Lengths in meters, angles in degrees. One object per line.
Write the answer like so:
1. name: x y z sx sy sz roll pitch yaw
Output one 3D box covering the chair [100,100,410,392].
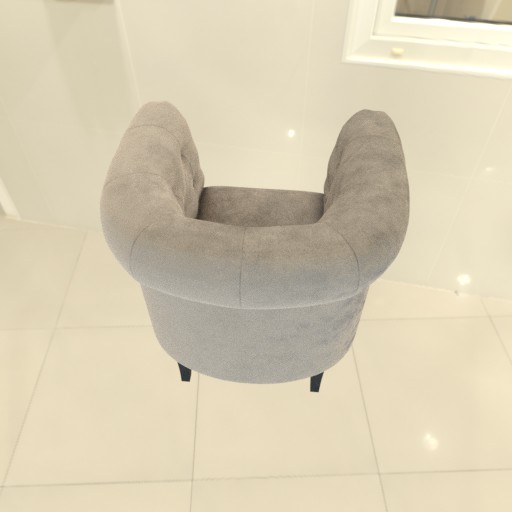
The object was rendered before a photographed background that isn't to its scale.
1. chair: 0.000 0.000 1.547 0.904 0.826 0.851 4 47 3
